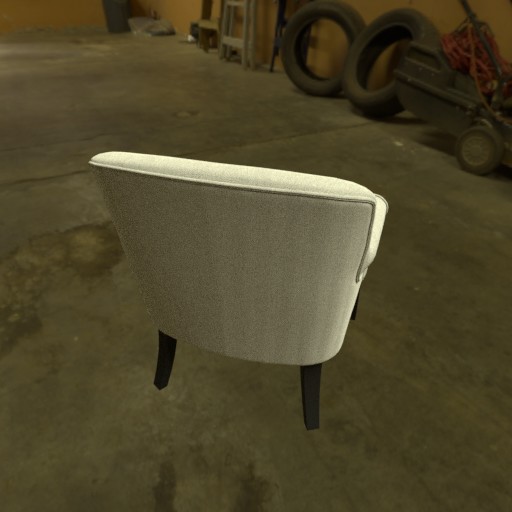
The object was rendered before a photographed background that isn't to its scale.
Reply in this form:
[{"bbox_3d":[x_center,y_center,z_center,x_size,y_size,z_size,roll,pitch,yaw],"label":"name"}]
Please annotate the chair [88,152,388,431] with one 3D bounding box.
[{"bbox_3d":[0.000,0.000,1.470,0.781,0.875,0.750,10,34,15],"label":"chair"}]
